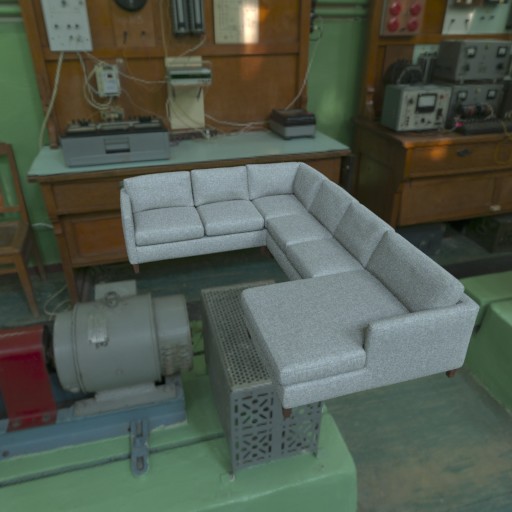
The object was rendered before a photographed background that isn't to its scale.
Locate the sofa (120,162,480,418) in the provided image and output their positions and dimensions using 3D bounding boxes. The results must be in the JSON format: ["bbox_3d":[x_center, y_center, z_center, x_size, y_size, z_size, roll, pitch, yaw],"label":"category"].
[{"bbox_3d":[0.000,0.000,4.592,2.593,0.959,3.460,-8,30,-15],"label":"sofa"}]
